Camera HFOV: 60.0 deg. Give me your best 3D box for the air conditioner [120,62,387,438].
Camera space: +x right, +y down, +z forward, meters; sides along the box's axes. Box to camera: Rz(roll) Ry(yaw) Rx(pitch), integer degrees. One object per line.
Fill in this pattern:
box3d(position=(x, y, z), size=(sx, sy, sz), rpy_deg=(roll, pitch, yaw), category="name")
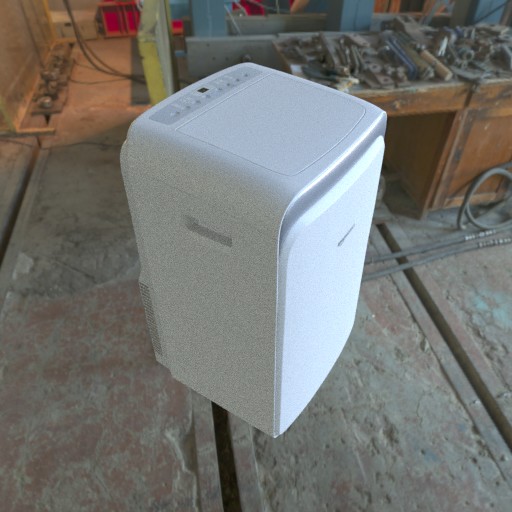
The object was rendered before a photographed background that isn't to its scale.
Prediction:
box3d(position=(0.000, 0.000, 1.084), size=(0.467, 0.765, 0.478), rpy_deg=(25, 49, 24), category="air conditioner")
